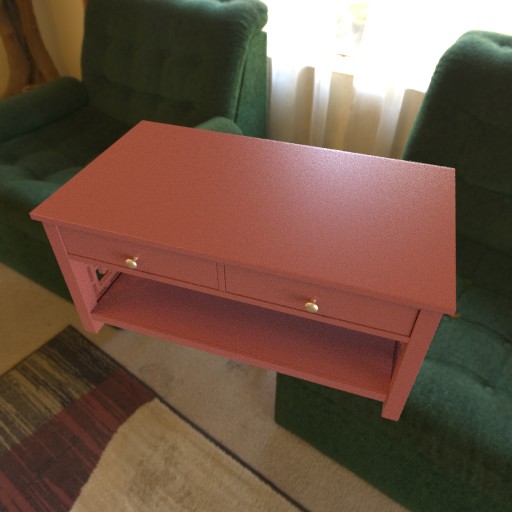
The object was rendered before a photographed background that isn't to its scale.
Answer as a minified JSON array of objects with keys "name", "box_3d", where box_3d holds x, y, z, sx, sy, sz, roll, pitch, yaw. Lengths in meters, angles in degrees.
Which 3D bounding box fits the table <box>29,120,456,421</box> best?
[{"name":"table","box_3d":[0.000,0.000,1.415,1.068,0.493,0.612,12,43,14]}]
